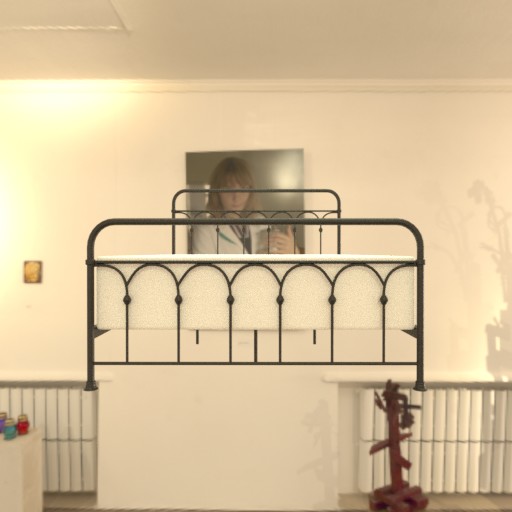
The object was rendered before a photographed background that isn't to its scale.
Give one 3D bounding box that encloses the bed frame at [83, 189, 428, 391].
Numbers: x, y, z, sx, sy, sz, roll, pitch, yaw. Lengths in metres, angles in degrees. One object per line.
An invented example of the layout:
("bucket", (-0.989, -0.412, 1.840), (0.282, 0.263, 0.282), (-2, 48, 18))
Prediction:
("bed frame", (0.000, 0.000, 3.209), (1.664, 1.276, 2.203), (0, 0, 0))
